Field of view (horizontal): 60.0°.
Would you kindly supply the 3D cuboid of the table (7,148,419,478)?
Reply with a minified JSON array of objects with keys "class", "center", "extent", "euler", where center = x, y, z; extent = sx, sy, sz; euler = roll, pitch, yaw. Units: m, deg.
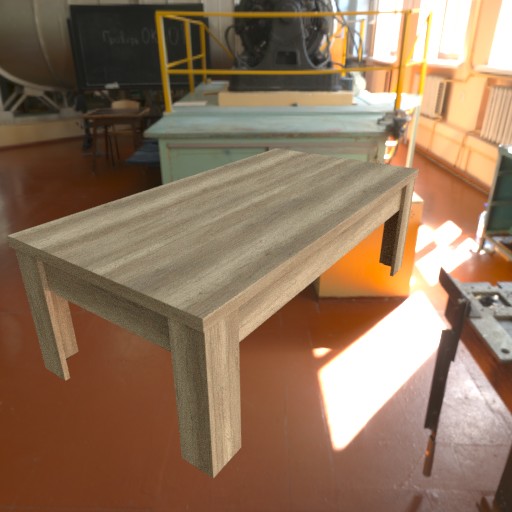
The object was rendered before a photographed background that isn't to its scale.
[{"class":"table","center":[0.000,0.000,1.615],"extent":[0.700,0.460,1.350],"euler":[17,30,31]}]
